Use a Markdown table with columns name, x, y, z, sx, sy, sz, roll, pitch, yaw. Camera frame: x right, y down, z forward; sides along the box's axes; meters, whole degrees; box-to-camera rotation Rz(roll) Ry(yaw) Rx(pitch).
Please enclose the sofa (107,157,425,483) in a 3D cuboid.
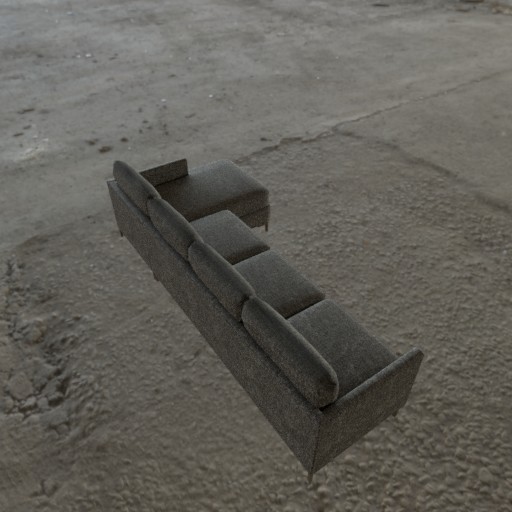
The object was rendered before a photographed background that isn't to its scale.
| name | x | y | z | sx | sy | sz | roll | pitch | yaw |
| --- | --- | --- | --- | --- | --- | --- | --- | --- | --- |
| sofa | 0.000 | 0.000 | 4.042 | 1.488 | 0.970 | 3.384 | -24 | 46 | -26 |
